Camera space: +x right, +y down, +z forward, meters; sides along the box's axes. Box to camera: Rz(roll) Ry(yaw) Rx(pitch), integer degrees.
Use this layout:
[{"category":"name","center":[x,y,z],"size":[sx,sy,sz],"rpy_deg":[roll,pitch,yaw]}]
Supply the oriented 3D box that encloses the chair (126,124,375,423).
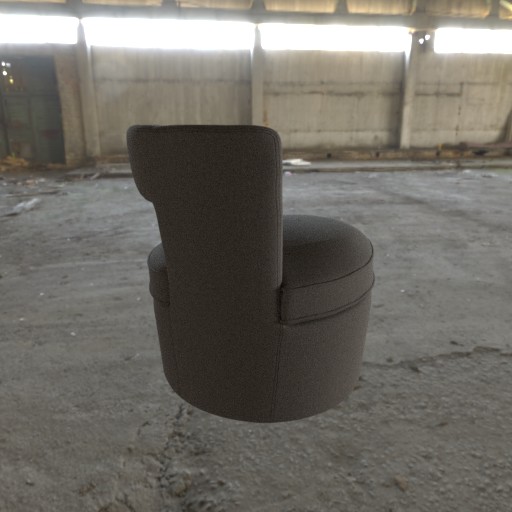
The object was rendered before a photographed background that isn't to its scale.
[{"category":"chair","center":[0.000,0.000,1.265],"size":[0.660,0.719,0.689],"rpy_deg":[-3,17,-9]}]
